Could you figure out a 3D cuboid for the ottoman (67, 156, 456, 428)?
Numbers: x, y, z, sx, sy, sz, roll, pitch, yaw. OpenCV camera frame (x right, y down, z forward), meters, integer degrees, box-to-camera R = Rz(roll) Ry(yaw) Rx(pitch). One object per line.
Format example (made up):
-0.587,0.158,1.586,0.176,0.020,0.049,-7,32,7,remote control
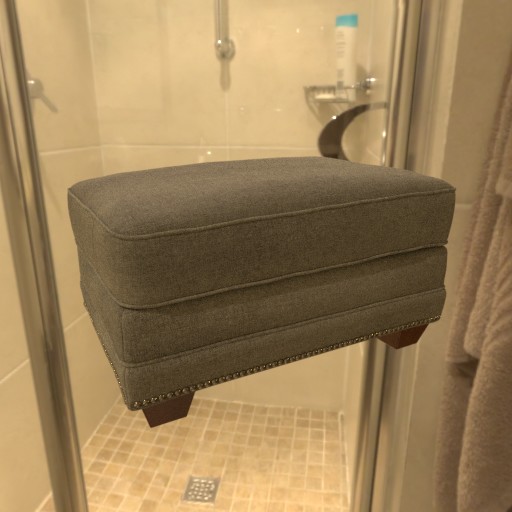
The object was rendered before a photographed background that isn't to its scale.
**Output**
0.000,0.000,1.116,0.813,0.457,0.561,-9,19,-27,ottoman
